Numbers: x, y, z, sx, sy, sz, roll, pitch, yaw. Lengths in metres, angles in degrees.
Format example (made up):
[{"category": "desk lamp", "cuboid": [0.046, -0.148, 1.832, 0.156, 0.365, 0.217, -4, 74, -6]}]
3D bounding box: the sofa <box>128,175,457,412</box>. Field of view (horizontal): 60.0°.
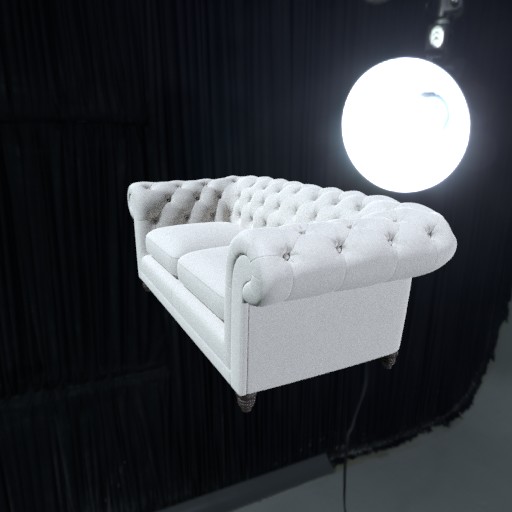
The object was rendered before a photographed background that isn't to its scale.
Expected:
[{"category": "sofa", "cuboid": [0.000, 0.000, 2.474, 0.986, 0.764, 1.998, -8, 17, -26]}]
